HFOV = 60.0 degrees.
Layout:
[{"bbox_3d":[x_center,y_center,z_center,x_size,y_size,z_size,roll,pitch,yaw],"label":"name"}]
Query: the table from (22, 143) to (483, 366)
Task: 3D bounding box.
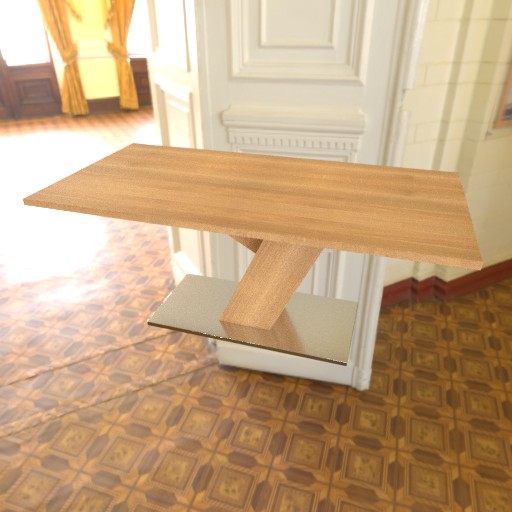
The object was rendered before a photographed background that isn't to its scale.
[{"bbox_3d":[0.000,0.000,2.209,1.800,0.750,0.900,9,31,15],"label":"table"}]
